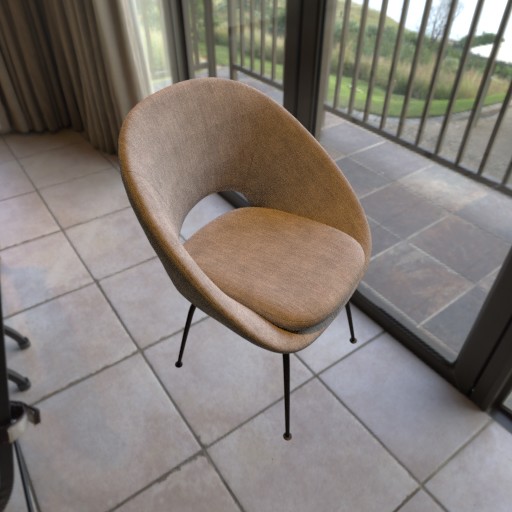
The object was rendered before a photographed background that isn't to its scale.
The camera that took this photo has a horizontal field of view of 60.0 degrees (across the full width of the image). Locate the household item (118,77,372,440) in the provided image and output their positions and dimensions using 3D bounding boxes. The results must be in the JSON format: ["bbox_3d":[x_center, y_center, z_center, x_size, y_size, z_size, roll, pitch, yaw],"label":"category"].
[{"bbox_3d":[0.000,0.000,1.288,0.587,0.869,0.643,25,47,26],"label":"household item"}]
